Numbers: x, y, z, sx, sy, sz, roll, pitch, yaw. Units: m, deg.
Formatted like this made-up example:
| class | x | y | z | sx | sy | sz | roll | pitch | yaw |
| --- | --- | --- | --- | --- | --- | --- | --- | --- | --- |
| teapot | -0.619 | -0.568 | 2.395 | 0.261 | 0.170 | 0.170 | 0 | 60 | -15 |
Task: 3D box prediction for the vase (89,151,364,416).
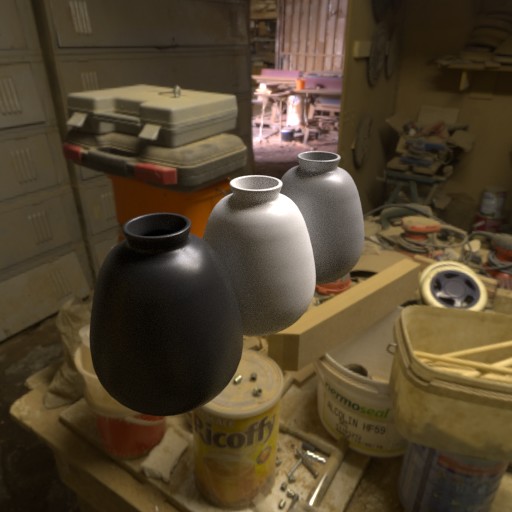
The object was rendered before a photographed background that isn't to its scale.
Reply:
| class | x | y | z | sx | sy | sz | roll | pitch | yaw |
| --- | --- | --- | --- | --- | --- | --- | --- | --- | --- |
| vase | 0.000 | 0.000 | 0.356 | 0.097 | 0.122 | 0.297 | 17 | 31 | 31 |
